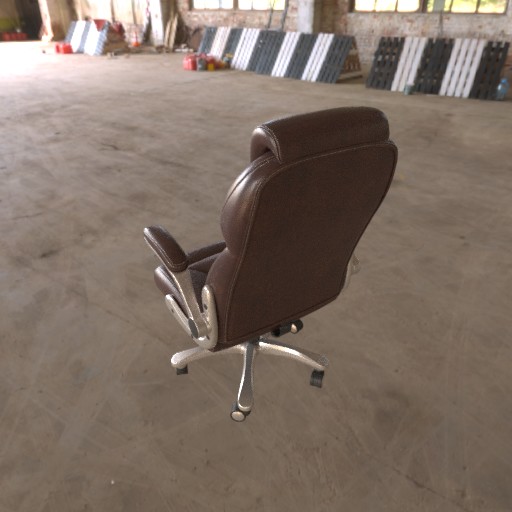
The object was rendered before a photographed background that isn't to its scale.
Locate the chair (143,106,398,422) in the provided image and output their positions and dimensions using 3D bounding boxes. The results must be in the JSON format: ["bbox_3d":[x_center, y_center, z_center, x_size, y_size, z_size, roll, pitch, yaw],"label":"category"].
[{"bbox_3d":[0.000,0.000,1.651,0.733,1.160,0.774,-19,35,-29],"label":"chair"}]
